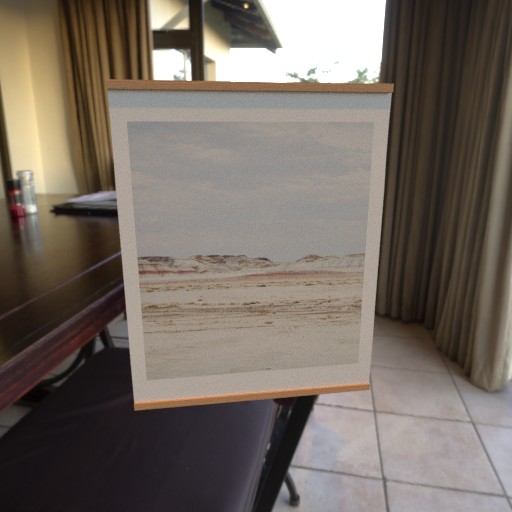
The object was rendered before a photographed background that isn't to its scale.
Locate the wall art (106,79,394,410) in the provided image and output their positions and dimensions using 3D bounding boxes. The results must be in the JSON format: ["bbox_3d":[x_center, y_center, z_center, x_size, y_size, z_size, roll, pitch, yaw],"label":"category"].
[{"bbox_3d":[0.000,0.000,0.690,0.404,0.507,0.010,-2,16,-8],"label":"wall art"}]
